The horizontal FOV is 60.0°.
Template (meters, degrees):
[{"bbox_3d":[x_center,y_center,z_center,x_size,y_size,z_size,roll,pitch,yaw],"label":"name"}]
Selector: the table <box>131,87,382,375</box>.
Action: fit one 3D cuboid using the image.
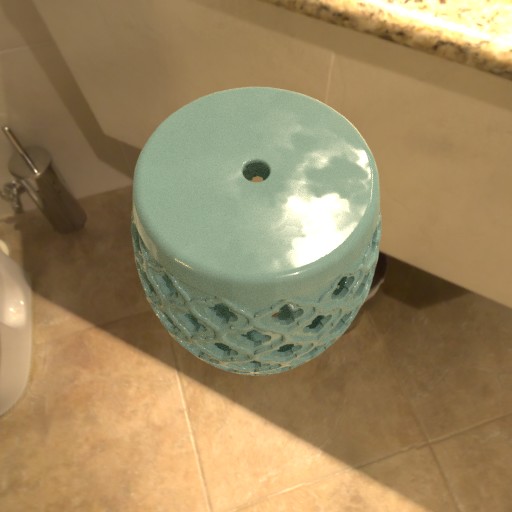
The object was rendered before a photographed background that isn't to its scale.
[{"bbox_3d":[0.000,0.000,0.638,0.325,0.388,0.325,0,62,0],"label":"table"}]
